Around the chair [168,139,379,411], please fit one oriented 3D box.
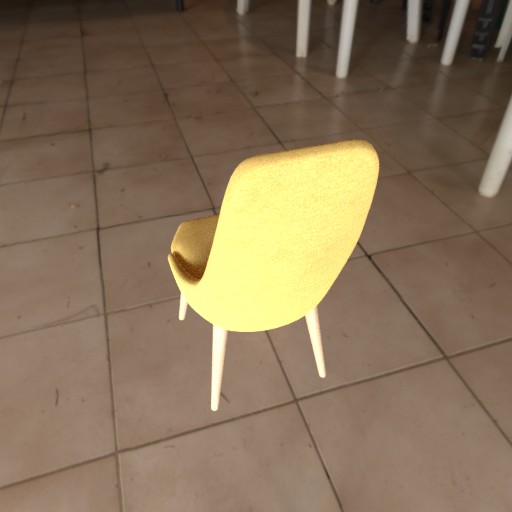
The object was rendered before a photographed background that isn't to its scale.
[{"bbox_3d":[0.000,0.000,1.378,0.510,1.040,0.660,-13,43,-14],"label":"chair"}]
